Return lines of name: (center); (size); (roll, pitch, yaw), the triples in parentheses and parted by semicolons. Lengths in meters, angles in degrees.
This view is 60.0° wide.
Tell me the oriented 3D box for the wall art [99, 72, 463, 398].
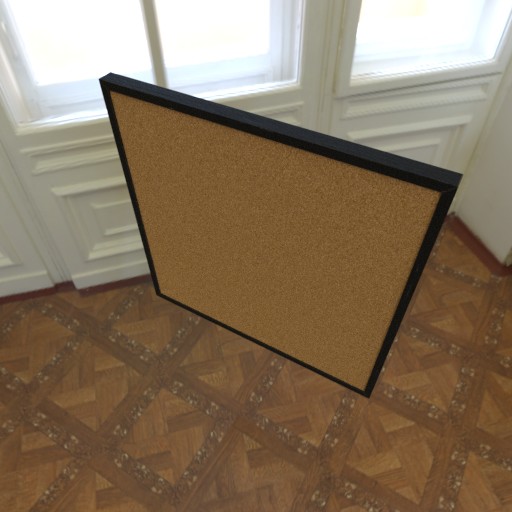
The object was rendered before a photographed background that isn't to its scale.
wall art: (0.000, 0.000, 1.122); (0.761, 0.761, 0.037); (22, 51, 19)
